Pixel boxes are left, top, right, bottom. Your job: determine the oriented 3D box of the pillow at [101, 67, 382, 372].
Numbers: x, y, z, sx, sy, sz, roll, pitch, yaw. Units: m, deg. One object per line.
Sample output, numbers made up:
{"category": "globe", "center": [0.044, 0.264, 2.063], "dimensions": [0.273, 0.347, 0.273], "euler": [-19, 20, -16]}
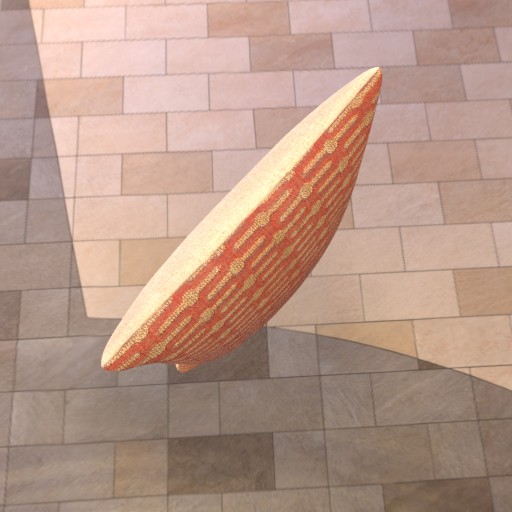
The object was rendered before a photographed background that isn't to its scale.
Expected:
{"category": "pillow", "center": [0.000, 0.000, 0.770], "dimensions": [0.182, 0.503, 0.511], "euler": [40, 79, 9]}
